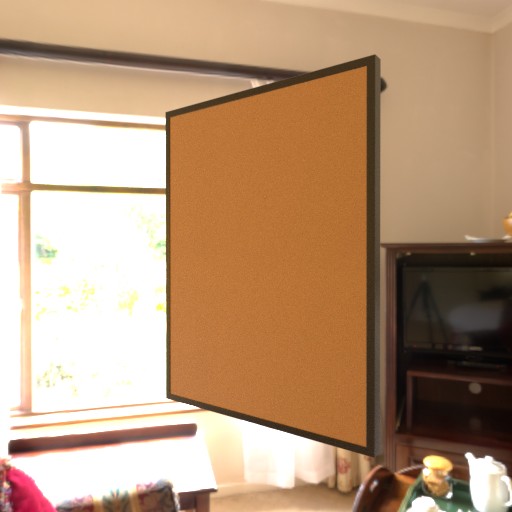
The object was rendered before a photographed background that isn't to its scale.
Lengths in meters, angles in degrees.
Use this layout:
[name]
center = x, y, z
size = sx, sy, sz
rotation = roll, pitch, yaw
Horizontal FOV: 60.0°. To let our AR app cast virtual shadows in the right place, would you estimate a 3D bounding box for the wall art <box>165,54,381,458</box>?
[wall art]
center = 0.000, 0.000, 1.418
size = 0.804, 1.061, 0.039
rotation = 0, 0, 36
